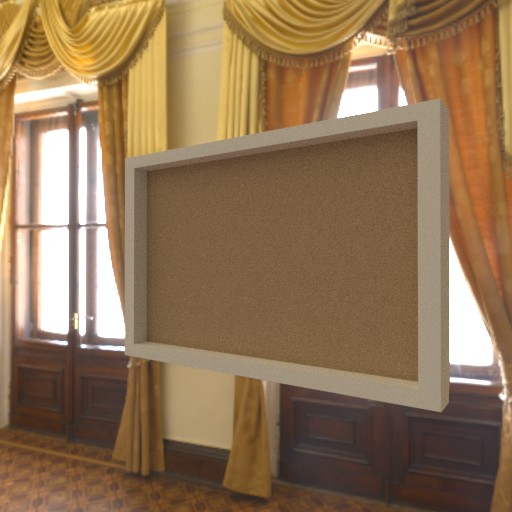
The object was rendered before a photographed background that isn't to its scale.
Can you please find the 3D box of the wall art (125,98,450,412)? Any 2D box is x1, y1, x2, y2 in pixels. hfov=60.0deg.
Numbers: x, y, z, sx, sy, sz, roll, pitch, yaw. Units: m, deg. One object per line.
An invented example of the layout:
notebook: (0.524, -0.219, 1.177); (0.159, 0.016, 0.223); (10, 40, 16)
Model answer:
wall art: (0.000, 0.000, 0.480); (0.384, 0.254, 0.039); (0, 0, 34)
